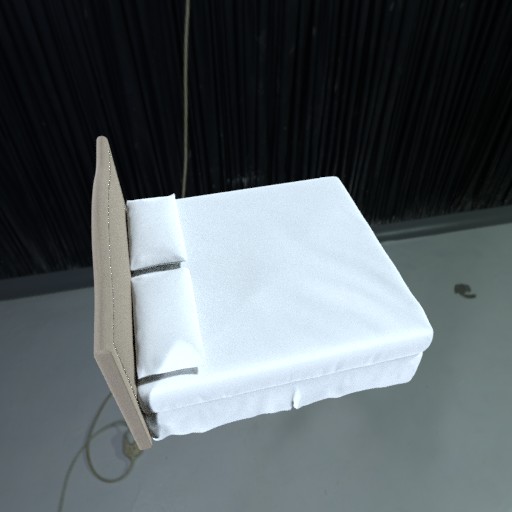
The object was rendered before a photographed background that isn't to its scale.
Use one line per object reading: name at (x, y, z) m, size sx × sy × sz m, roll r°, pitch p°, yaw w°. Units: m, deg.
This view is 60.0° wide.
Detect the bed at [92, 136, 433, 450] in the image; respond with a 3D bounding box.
bed at (0.000, 0.000, 3.504) m, size 2.182 × 1.421 × 2.083 m, roll -10°, pitch 47°, yaw -9°
